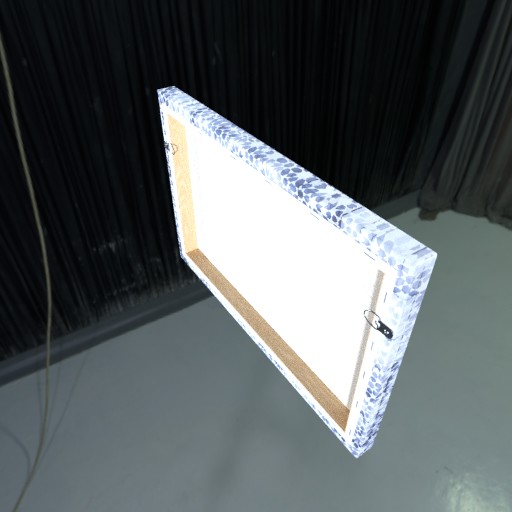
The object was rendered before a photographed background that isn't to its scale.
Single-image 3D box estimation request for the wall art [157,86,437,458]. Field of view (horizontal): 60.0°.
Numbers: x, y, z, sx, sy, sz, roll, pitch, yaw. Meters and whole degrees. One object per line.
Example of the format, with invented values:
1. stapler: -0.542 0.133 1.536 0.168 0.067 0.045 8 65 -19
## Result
1. wall art: 0.000 0.000 1.154 0.057 0.608 0.911 -24 45 -26
